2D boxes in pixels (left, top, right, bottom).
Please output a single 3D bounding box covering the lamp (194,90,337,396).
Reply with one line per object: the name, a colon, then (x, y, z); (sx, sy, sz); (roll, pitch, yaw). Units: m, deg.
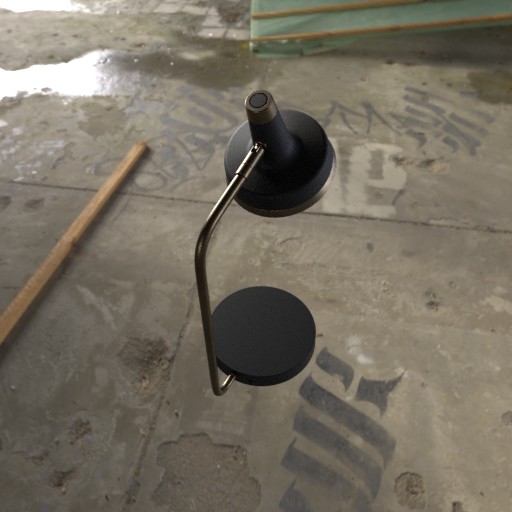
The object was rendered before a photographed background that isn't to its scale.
lamp: (0.000, 0.000, 0.516); (0.162, 0.385, 0.218); (22, 51, 20)
